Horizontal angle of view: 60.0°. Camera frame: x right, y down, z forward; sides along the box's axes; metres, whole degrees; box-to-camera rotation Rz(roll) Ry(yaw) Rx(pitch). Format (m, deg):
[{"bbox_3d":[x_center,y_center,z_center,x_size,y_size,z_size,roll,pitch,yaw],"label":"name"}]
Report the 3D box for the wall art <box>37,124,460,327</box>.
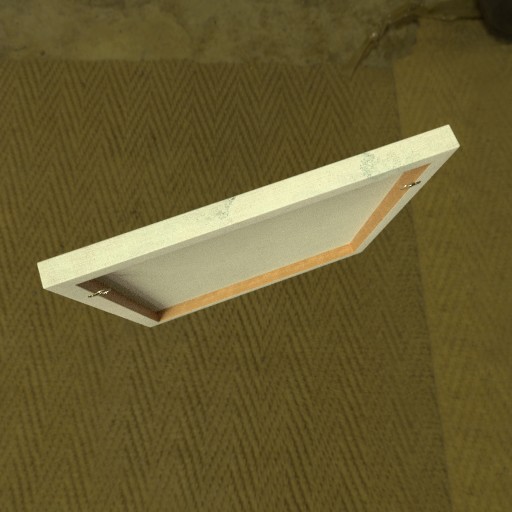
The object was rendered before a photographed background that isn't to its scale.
[{"bbox_3d":[0.000,0.000,0.912,0.612,0.612,0.040,-19,77,-5],"label":"wall art"}]
